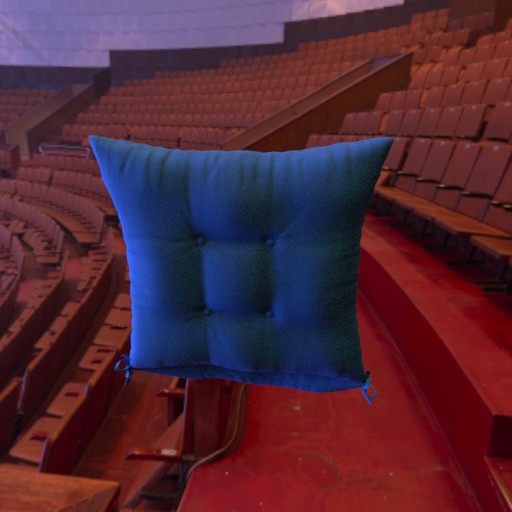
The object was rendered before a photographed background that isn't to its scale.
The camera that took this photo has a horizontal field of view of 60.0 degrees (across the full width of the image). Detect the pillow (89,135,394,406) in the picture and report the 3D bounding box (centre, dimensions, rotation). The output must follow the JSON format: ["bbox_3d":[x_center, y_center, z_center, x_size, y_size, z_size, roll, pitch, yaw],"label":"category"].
[{"bbox_3d":[0.000,0.000,1.021,0.541,0.536,0.585,2,15,8],"label":"pillow"}]
